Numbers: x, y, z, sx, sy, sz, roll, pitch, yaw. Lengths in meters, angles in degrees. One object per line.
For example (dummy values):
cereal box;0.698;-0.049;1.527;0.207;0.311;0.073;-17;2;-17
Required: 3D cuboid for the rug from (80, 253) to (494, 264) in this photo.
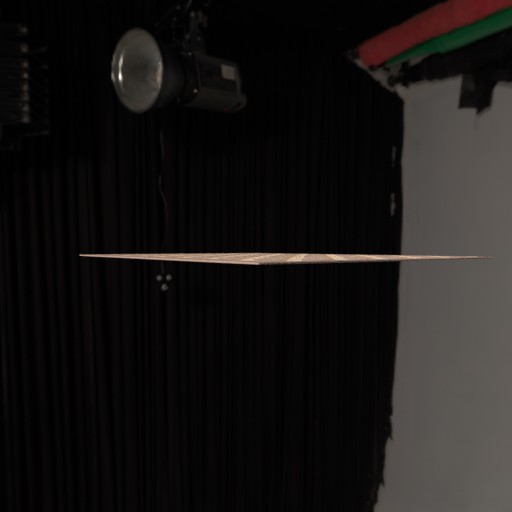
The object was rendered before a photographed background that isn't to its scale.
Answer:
rug;0.000;0.000;4.220;2.382;0.018;3.294;-1;1;-36
